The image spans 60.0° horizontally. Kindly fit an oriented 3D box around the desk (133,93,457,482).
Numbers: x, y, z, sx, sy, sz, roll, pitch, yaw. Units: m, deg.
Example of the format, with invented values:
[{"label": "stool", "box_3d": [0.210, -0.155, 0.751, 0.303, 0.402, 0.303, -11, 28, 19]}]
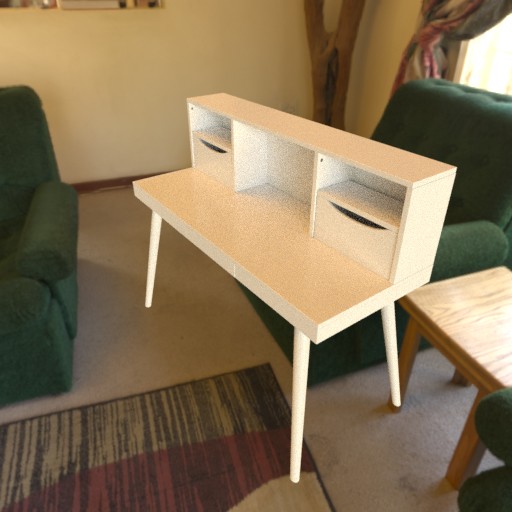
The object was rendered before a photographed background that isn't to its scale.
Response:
[{"label": "desk", "box_3d": [0.000, 0.000, 1.769, 0.559, 0.990, 1.199, -21, 38, -30]}]
